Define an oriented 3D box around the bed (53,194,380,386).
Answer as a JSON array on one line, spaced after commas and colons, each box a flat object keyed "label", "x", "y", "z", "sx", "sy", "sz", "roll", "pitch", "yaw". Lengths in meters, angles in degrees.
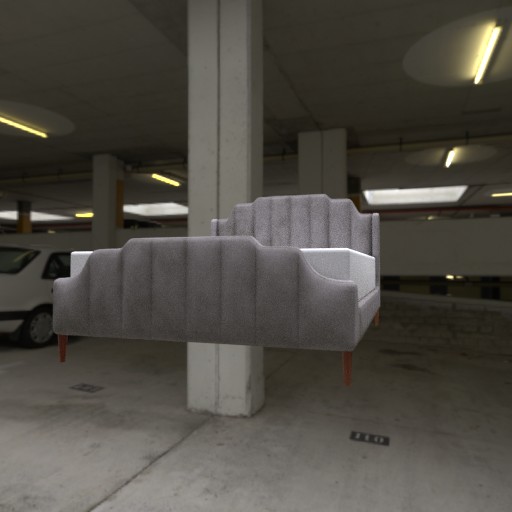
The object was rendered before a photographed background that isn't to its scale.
[{"label": "bed", "x": 0.000, "y": 0.000, "z": 3.317, "sx": 1.676, "sy": 1.245, "sz": 2.340, "roll": 0, "pitch": -2, "yaw": 18}]
